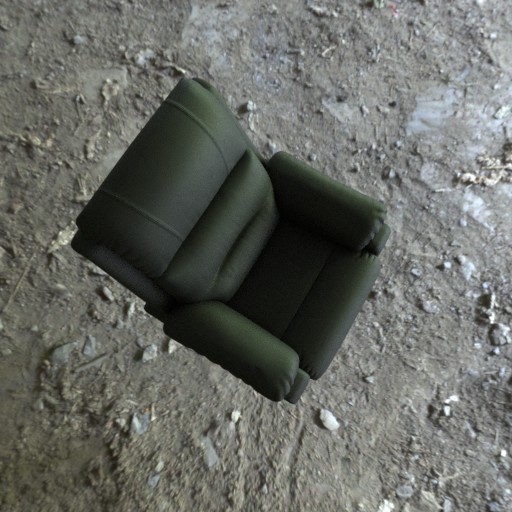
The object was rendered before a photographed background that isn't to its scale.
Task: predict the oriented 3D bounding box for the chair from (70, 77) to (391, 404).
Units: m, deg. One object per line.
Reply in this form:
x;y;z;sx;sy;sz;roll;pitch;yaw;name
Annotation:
0.000;0.000;1.702;0.919;0.992;0.855;30;77;8;chair
